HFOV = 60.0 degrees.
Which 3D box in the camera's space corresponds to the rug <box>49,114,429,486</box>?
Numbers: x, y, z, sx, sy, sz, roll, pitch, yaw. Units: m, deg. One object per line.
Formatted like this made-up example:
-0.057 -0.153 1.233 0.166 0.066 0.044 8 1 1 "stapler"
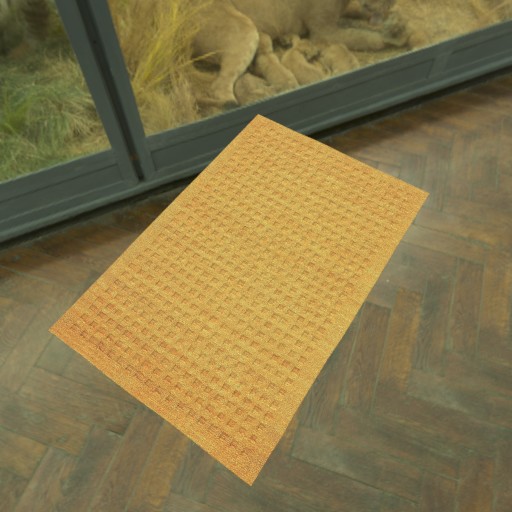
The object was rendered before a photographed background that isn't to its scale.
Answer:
0.000 0.000 2.256 1.143 0.006 1.747 30 64 17 "rug"
